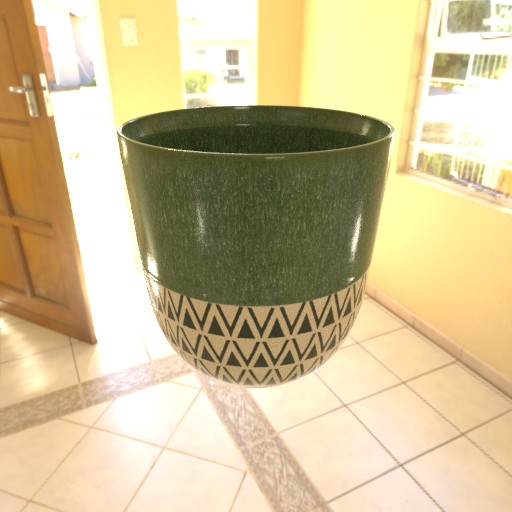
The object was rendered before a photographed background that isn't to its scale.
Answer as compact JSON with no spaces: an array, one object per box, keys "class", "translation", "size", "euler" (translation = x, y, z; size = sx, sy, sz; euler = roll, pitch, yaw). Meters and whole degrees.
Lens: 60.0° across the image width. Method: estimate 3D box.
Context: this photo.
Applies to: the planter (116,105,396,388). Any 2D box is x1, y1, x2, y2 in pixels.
[{"class":"planter","translation":[0.000,0.000,0.368],"size":[0.195,0.214,0.195],"euler":[0,26,0]}]
